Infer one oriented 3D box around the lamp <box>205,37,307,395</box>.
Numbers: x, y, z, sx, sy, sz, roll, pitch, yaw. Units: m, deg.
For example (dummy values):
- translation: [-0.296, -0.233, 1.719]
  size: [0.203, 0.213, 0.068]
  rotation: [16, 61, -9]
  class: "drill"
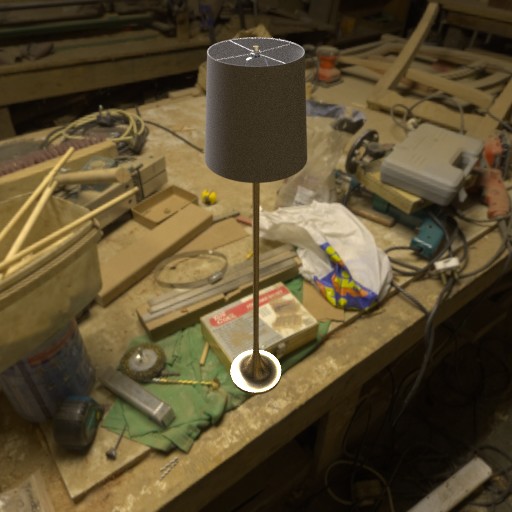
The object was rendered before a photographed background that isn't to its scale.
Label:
- translation: [0.000, 0.000, 1.743]
  size: [0.337, 1.543, 0.337]
  rotation: [0, 40, 0]
  class: "lamp"
